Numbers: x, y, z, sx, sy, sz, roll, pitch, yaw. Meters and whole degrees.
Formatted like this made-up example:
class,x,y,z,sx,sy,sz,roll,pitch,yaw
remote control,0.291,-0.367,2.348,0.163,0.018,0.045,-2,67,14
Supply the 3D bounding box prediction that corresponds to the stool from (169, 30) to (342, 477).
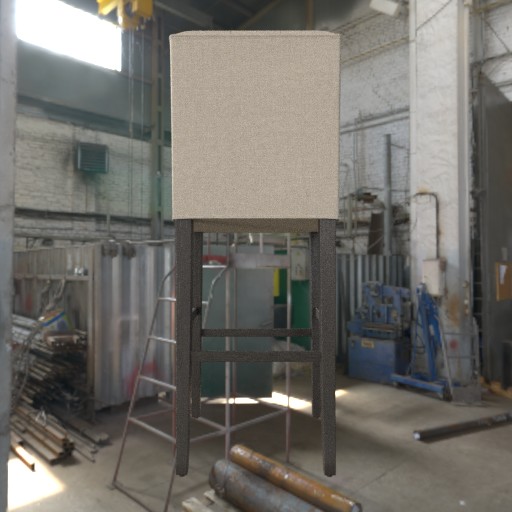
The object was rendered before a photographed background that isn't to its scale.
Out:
class,x,y,z,sx,sy,sz,roll,pitch,yaw
stool,0.000,0.000,1.336,0.474,1.116,0.509,0,-2,0
